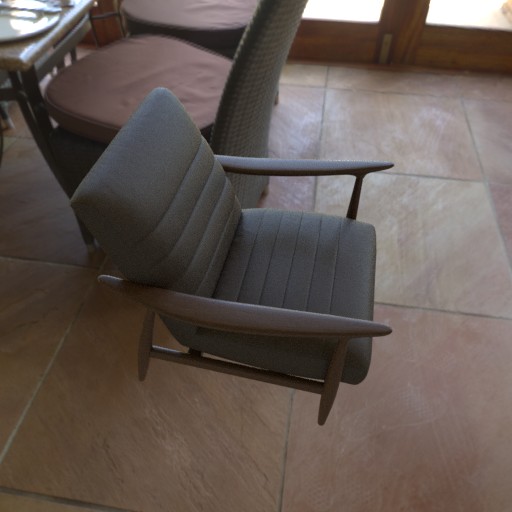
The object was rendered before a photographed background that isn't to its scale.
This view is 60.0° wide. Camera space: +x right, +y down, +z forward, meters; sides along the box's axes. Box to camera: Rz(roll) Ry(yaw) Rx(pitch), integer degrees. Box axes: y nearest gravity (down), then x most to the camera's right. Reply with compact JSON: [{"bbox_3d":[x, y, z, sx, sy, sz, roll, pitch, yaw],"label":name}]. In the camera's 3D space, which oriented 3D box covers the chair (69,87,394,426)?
[{"bbox_3d":[0.000,0.000,1.448,0.798,0.831,0.741,9,48,8],"label":"chair"}]
